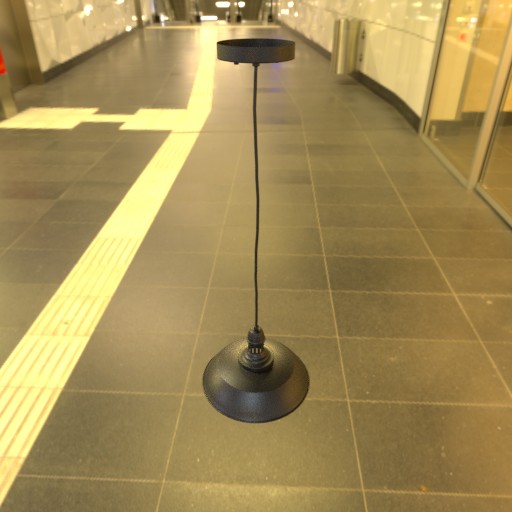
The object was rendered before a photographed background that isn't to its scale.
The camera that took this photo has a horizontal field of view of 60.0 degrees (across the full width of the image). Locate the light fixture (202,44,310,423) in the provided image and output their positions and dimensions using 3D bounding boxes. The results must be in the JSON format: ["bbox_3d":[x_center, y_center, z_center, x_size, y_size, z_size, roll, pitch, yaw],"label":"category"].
[{"bbox_3d":[0.000,0.000,1.138,0.331,0.993,0.331,-9,33,-14],"label":"light fixture"}]
